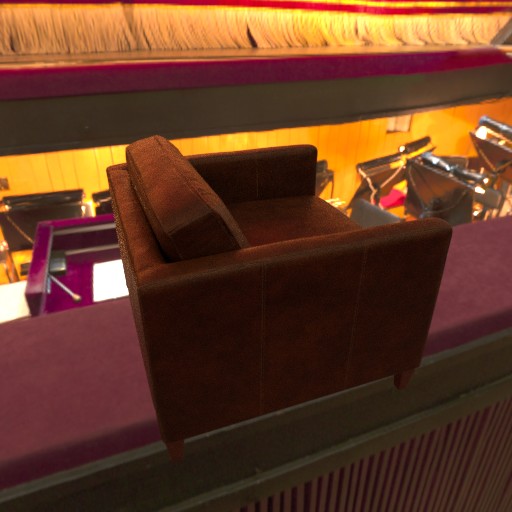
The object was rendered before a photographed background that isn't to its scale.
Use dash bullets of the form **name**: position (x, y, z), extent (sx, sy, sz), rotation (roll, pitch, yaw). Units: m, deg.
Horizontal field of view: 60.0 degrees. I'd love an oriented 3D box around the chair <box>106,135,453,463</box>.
- **chair**: position (0.000, 0.000, 1.729), extent (0.975, 0.864, 0.990), rotation (-11, 31, -18)
